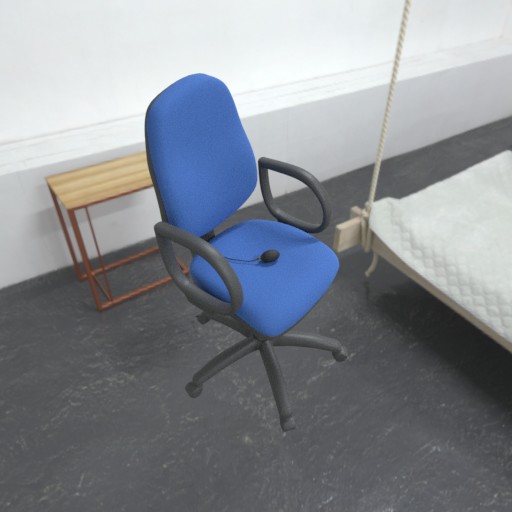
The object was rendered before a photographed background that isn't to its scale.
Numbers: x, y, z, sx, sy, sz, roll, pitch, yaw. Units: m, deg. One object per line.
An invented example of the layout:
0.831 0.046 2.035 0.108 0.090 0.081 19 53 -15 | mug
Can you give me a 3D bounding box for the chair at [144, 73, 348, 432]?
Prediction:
0.000 0.000 1.276 0.549 0.905 0.552 26 47 28 | chair
